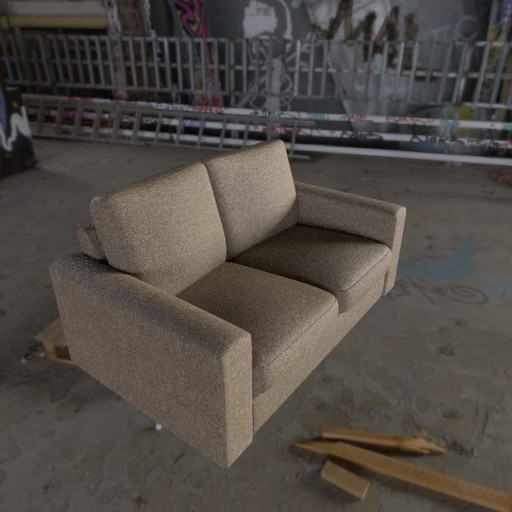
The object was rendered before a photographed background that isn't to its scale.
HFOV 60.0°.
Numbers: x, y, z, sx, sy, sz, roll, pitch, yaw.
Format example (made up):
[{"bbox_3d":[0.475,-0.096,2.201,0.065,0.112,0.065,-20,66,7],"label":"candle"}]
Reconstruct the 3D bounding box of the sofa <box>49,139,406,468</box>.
[{"bbox_3d":[0.000,0.000,2.242,1.016,0.873,1.616,19,33,32],"label":"sofa"}]
